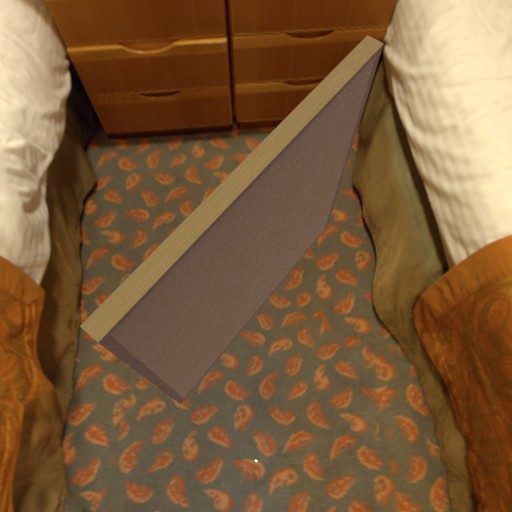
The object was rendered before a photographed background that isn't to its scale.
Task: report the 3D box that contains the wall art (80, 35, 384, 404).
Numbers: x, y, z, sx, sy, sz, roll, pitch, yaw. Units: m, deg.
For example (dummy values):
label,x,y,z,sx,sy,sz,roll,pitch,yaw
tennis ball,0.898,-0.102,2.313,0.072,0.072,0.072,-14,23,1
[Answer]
label,x,y,z,sx,sy,sz,roll,pitch,yaw
wall art,0.000,0.000,1.098,0.038,0.758,0.761,36,70,15
